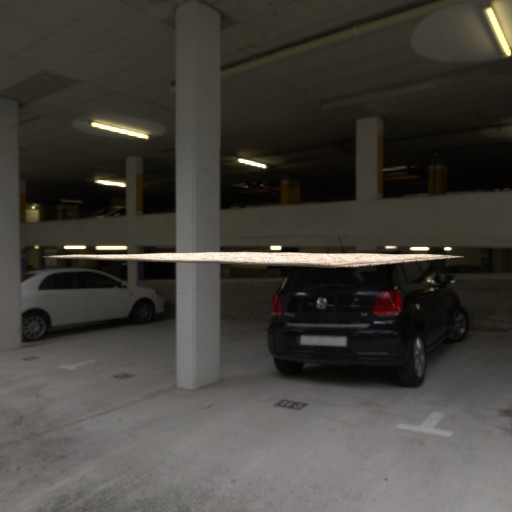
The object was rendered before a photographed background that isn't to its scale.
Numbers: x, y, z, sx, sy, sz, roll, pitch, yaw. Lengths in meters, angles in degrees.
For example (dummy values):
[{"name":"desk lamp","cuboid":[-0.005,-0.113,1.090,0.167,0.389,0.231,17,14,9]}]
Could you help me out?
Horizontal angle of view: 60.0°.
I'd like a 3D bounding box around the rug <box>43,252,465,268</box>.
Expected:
[{"name":"rug","cuboid":[0.000,0.000,4.078,3.061,0.034,2.426,1,2,37]}]
